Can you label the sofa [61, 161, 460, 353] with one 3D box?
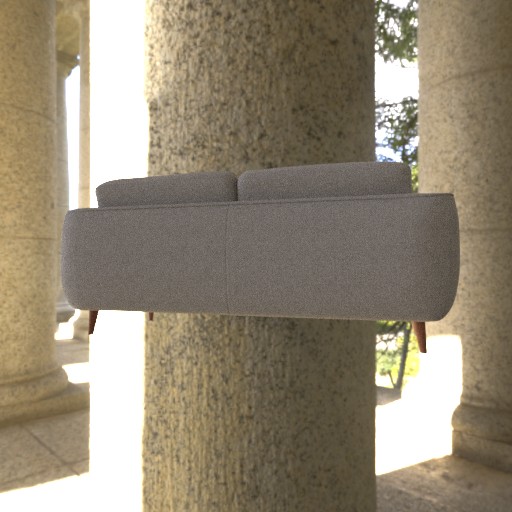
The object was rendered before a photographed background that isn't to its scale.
[{"bbox_3d":[0.000,0.000,2.453,2.000,0.850,0.920,0,-1,17],"label":"sofa"}]
